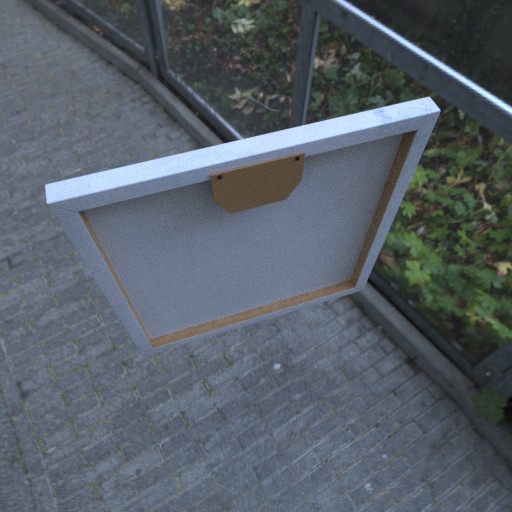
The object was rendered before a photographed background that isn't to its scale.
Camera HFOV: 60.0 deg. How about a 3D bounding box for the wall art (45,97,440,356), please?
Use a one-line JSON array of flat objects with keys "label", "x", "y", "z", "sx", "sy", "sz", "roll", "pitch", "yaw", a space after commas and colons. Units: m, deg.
[{"label": "wall art", "x": 0.000, "y": 0.000, "z": 0.912, "sx": 0.605, "sy": 0.605, "sz": 0.044, "roll": -15, "pitch": 59, "yaw": -10}]
